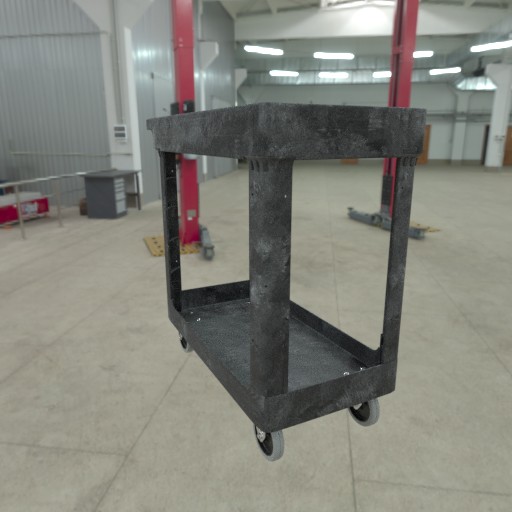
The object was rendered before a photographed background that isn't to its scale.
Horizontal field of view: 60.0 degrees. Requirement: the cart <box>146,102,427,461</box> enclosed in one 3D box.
[{"bbox_3d":[0.000,0.000,1.357,0.420,0.824,0.877,-8,17,-26],"label":"cart"}]
